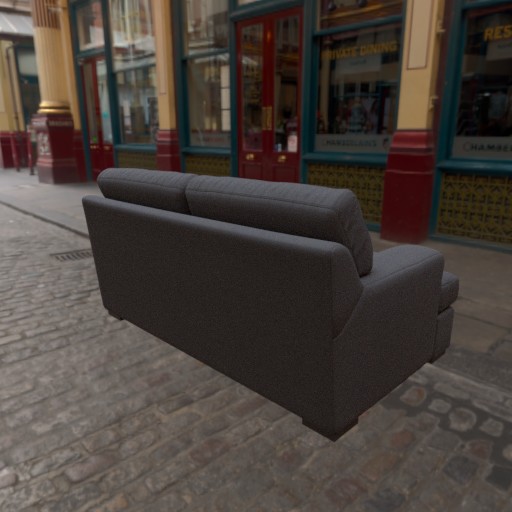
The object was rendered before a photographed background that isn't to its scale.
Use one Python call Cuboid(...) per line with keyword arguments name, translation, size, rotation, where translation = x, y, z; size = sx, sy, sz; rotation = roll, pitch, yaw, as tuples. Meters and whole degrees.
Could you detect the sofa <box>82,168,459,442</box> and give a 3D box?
Cuboid(name="sofa", translation=(0.000, 0.000, 2.464), size=(1.880, 0.940, 1.143), rotation=(15, 21, 43))
